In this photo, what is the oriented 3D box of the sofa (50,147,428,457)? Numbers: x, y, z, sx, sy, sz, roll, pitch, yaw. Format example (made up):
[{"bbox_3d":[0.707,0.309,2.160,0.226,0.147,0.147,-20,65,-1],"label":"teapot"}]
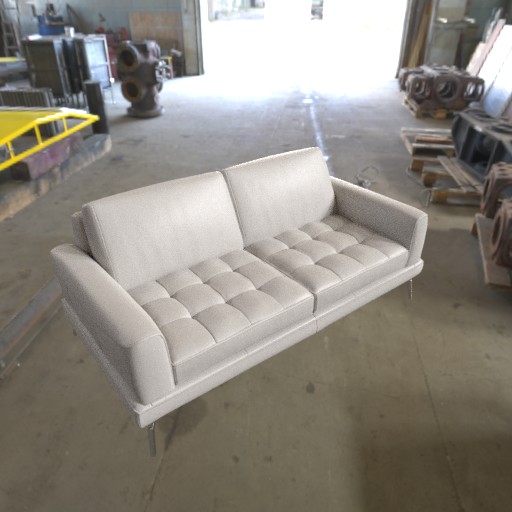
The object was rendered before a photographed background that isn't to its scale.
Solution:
[{"bbox_3d":[0.000,0.000,2.777,2.177,0.930,1.121,-21,36,-32],"label":"sofa"}]
